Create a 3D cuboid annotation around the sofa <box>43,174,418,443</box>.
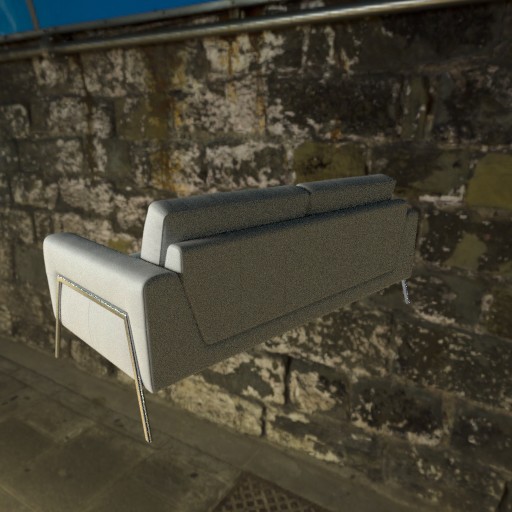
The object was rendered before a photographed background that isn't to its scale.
[{"bbox_3d":[0.000,0.000,2.541,2.017,0.875,0.953,-15,21,-42],"label":"sofa"}]
